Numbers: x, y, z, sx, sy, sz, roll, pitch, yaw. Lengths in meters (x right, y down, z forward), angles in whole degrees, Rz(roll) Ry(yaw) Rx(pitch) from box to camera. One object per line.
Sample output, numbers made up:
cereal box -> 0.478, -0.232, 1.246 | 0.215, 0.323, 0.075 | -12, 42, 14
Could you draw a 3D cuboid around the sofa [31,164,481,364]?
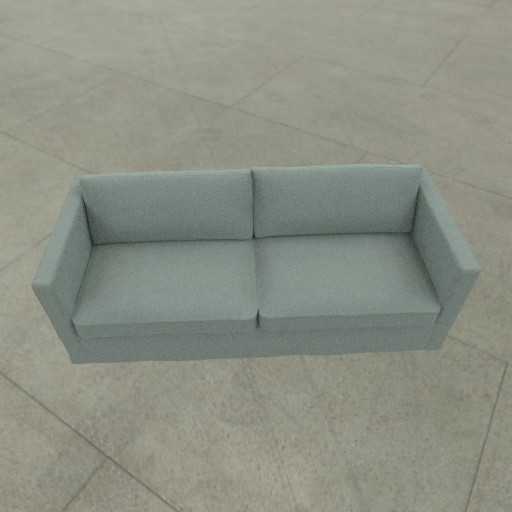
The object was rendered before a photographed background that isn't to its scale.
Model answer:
sofa -> 0.000, 0.000, 2.738 | 2.312, 0.853, 0.962 | -2, 46, -2
